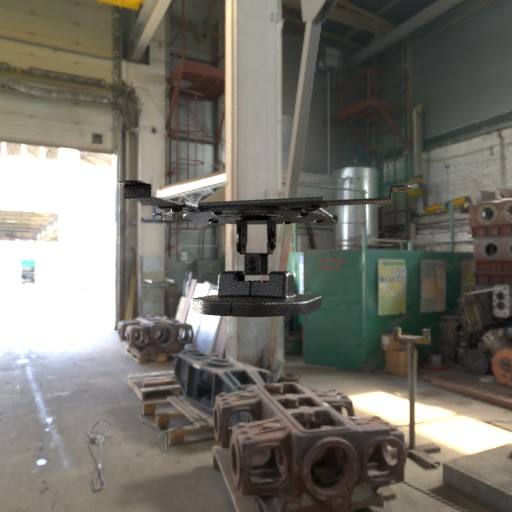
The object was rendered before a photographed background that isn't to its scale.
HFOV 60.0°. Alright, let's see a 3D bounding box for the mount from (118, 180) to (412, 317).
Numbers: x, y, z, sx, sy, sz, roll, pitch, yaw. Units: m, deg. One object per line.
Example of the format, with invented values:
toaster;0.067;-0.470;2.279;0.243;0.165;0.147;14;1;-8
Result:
mount;0.000;0.000;0.595;0.394;0.141;0.394;0;-1;18
